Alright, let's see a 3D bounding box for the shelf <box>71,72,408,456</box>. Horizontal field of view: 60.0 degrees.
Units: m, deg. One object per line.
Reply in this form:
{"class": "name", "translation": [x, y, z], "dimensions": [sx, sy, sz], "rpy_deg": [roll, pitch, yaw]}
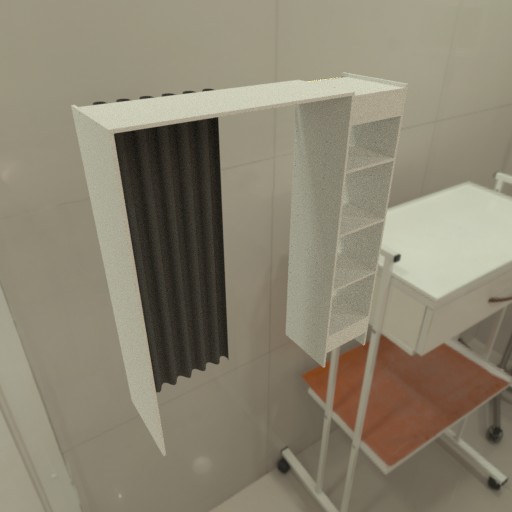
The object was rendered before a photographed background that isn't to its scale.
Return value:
{"class": "shelf", "translation": [0.000, 0.000, 2.574], "dimensions": [1.600, 1.810, 0.500], "rpy_deg": [-19, 36, -29]}
